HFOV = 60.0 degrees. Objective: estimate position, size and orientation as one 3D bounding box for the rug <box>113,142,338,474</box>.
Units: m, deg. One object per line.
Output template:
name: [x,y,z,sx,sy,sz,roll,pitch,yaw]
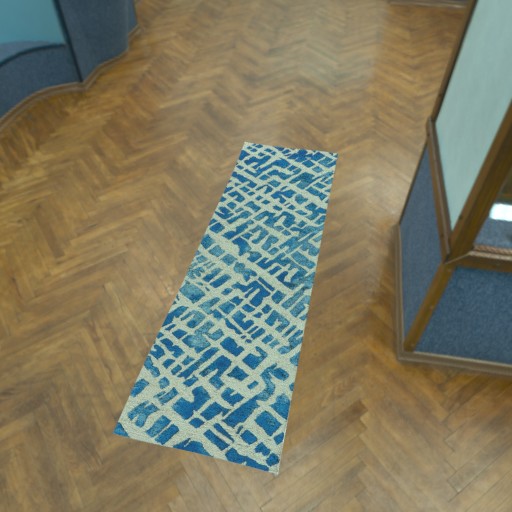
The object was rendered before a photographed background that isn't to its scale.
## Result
rug: [0.000,0.000,2.771,0.768,0.011,2.446,10,48,9]
